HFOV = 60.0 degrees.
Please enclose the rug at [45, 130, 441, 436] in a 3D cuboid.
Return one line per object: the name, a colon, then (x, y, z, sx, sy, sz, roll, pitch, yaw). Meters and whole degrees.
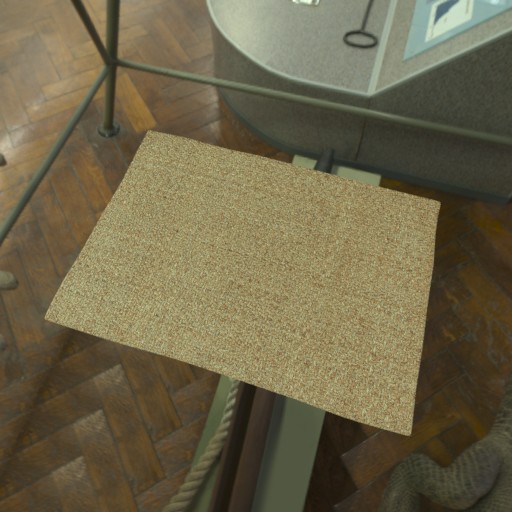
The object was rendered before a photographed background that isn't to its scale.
rug: (0.000, 0.000, 2.773, 2.141, 0.013, 1.566, 15, 63, 8)
